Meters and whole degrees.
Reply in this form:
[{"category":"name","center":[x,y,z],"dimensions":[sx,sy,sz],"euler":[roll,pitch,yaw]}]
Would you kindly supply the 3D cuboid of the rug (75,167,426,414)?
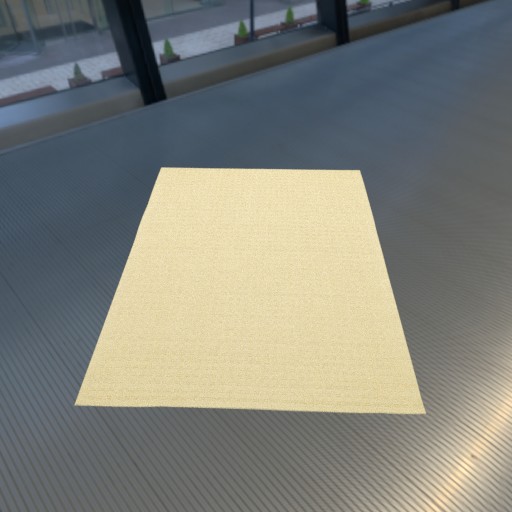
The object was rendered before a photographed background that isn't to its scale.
[{"category":"rug","center":[0.000,0.000,4.257],"dimensions":[2.452,0.016,3.204],"euler":[1,42,1]}]
